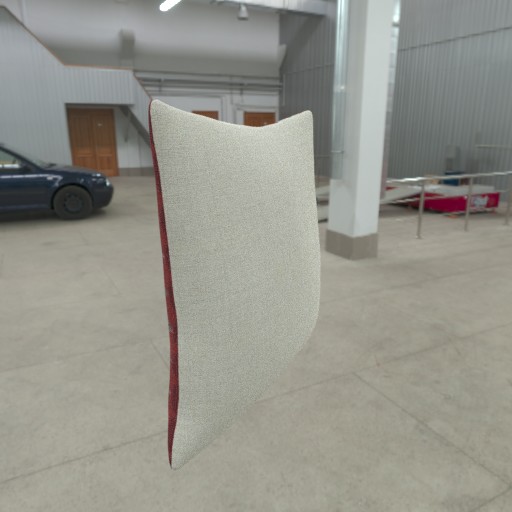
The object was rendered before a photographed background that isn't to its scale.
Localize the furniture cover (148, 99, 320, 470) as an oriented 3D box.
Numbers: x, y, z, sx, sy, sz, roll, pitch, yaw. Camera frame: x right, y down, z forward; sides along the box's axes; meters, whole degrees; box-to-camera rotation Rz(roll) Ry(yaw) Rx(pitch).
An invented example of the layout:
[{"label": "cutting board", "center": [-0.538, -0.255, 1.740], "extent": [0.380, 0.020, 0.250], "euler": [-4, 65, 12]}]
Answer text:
[{"label": "furniture cover", "center": [0.000, 0.000, 0.650], "extent": [0.145, 0.420, 0.435], "euler": [8, 18, 26]}]
